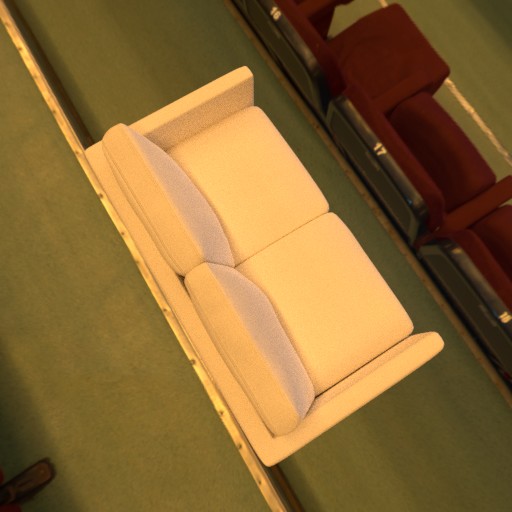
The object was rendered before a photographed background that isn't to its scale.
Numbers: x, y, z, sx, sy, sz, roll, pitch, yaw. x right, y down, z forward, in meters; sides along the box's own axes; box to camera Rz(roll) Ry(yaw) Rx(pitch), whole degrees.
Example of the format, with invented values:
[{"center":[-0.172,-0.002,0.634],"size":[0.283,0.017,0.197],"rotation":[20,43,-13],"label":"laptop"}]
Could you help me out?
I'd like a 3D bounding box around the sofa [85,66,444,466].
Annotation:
[{"center":[0.000,0.000,2.268],"size":[0.964,0.888,1.702],"rotation":[-31,78,-8],"label":"sofa"}]
